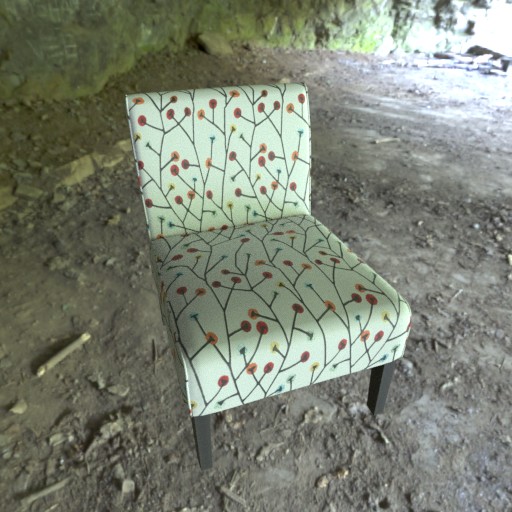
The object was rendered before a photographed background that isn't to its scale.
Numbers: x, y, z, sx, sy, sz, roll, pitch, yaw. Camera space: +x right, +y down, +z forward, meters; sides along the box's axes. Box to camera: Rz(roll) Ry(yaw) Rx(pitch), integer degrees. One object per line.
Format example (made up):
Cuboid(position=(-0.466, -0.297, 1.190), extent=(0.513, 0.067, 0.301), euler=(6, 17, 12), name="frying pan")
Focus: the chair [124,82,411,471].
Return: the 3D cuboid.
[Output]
Cuboid(position=(0.000, 0.000, 1.298), extent=(0.597, 0.813, 0.732), euler=(-11, 34, -16), name="chair")
